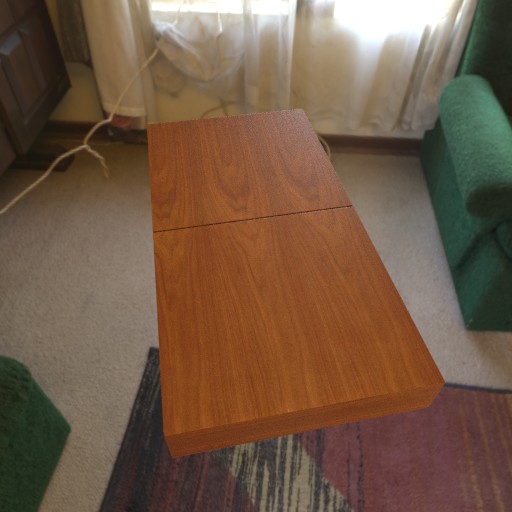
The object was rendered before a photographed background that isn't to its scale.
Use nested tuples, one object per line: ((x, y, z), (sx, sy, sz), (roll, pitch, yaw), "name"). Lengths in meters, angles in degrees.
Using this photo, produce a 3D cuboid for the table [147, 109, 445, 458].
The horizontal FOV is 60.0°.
((0.000, 0.000, 1.446), (0.610, 0.330, 1.194), (-8, 48, -7), "table")
